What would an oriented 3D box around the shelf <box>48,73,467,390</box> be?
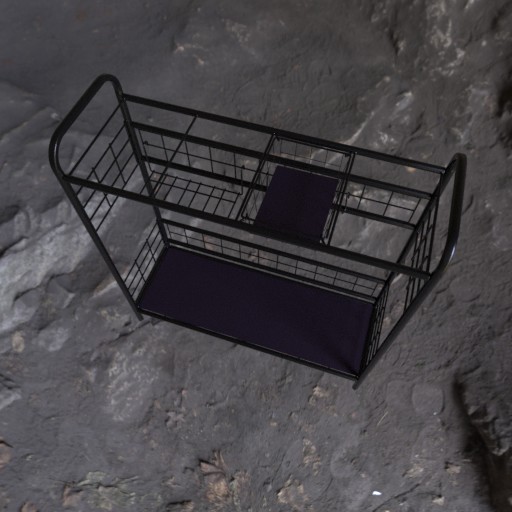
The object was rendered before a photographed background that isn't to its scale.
[{"bbox_3d":[0.000,0.000,1.481,0.961,1.026,0.350,16,60,9],"label":"shelf"}]
